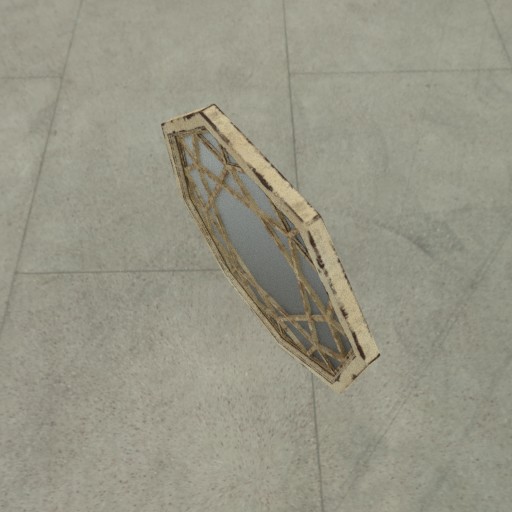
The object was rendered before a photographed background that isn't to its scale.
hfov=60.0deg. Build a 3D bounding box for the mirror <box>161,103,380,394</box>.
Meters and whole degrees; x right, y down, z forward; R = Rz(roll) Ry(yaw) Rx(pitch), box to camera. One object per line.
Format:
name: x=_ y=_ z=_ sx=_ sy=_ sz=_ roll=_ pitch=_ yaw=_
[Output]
mirror: x=0.000 y=0.000 z=0.962 sx=0.031 sy=0.648 sz=0.648 roll=-34 pitch=68 yaw=-16
